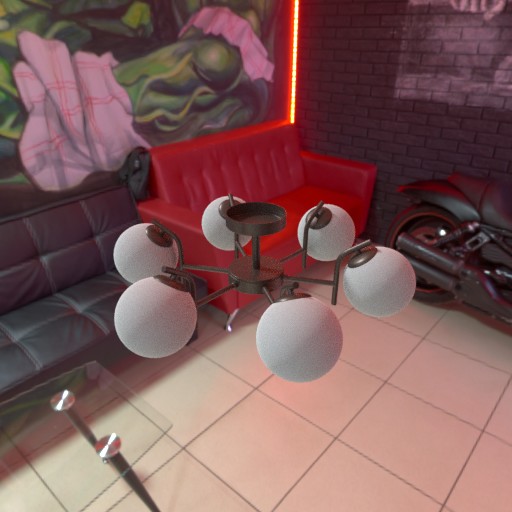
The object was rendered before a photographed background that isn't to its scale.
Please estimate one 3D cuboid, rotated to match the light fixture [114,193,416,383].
[{"bbox_3d":[0.000,0.000,0.952,0.662,0.201,0.662,0,27,0],"label":"light fixture"}]
